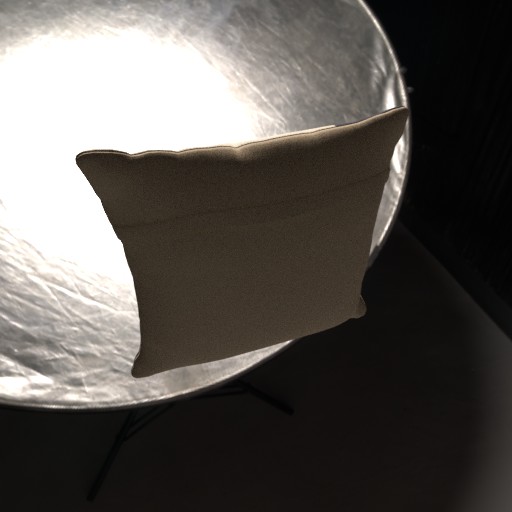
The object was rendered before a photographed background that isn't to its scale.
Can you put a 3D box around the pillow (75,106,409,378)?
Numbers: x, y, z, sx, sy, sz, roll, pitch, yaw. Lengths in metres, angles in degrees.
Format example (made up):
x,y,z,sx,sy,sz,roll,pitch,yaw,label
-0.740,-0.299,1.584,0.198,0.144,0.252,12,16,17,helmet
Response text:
x,y,z,sx,sy,sz,roll,pitch,yaw,label
0.000,0.000,0.802,0.536,0.506,0.229,-13,44,-14,pillow
